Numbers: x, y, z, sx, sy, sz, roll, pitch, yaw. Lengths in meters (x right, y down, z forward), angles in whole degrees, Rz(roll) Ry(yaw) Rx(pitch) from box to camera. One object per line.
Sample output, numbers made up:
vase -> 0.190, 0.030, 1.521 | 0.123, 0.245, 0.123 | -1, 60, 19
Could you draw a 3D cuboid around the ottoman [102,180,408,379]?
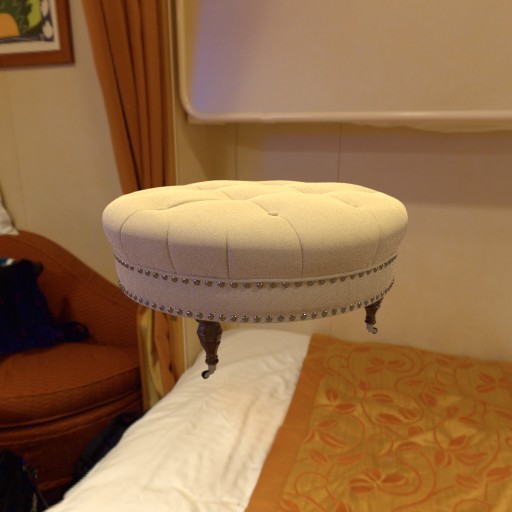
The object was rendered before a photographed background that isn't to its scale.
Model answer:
ottoman -> 0.000, 0.000, 1.408 | 0.901, 0.439, 0.901 | 0, 15, 0
